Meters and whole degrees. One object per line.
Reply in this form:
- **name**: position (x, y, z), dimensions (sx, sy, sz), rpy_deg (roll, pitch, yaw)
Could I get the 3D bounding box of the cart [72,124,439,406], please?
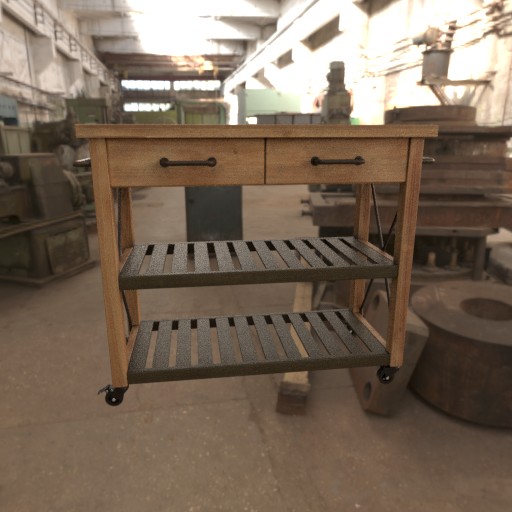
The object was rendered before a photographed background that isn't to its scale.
- **cart**: position (0.000, 0.000, 0.982), dimensions (0.686, 0.554, 0.298), rpy_deg (-2, 16, -8)
